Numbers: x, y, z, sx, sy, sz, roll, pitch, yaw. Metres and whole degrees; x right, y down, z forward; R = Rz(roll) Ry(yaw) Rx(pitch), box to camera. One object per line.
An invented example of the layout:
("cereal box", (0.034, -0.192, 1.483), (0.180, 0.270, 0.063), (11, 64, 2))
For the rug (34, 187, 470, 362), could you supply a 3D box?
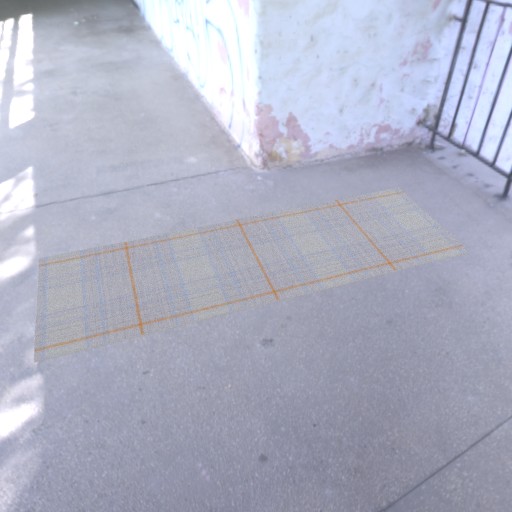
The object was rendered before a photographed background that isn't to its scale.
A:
("rug", (0.000, 0.000, 2.627), (2.442, 0.016, 0.770), (-13, 42, -14))
